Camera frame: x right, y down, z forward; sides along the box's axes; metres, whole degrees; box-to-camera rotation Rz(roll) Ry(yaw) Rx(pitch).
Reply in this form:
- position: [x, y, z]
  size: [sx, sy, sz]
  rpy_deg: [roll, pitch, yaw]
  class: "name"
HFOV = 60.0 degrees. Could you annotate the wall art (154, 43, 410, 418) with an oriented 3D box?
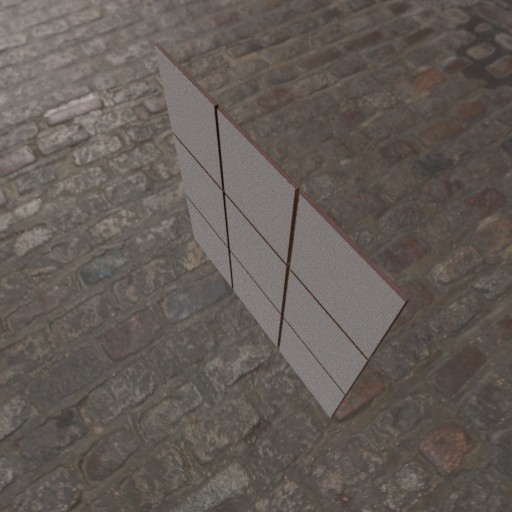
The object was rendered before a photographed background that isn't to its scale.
- position: [0.000, 0.000, 1.852]
  size: [0.017, 1.246, 1.256]
  rpy_deg: [-31, 63, -18]
  class: "wall art"
